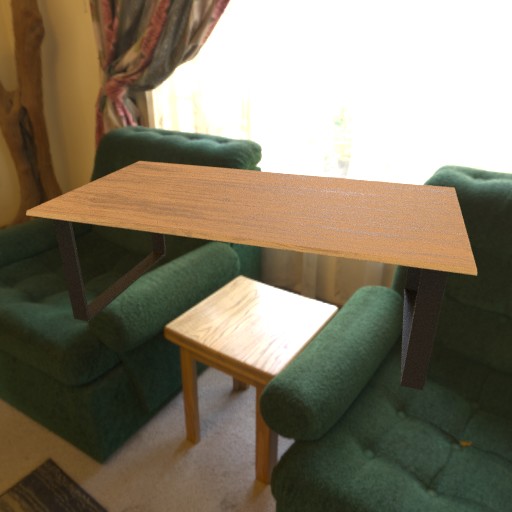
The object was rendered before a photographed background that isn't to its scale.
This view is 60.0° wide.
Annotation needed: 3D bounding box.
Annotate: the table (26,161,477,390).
[{"bbox_3d":[0.000,0.000,1.630,1.331,0.445,0.693,8,27,16],"label":"table"}]
